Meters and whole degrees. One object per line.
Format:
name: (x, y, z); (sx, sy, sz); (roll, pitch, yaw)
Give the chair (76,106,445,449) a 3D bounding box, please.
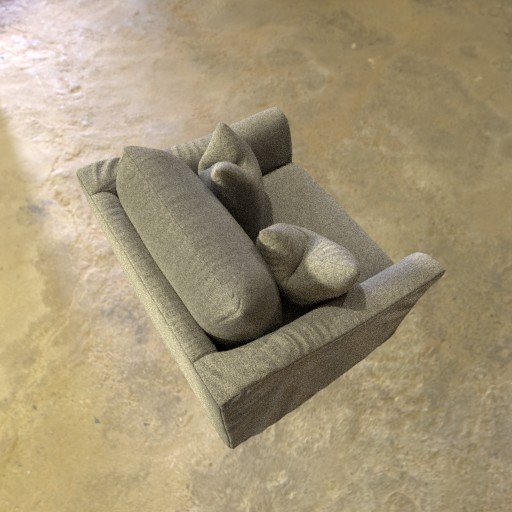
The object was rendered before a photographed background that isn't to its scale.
chair: (0.000, 0.000, 2.045); (1.071, 1.059, 1.194); (-30, 63, -17)
